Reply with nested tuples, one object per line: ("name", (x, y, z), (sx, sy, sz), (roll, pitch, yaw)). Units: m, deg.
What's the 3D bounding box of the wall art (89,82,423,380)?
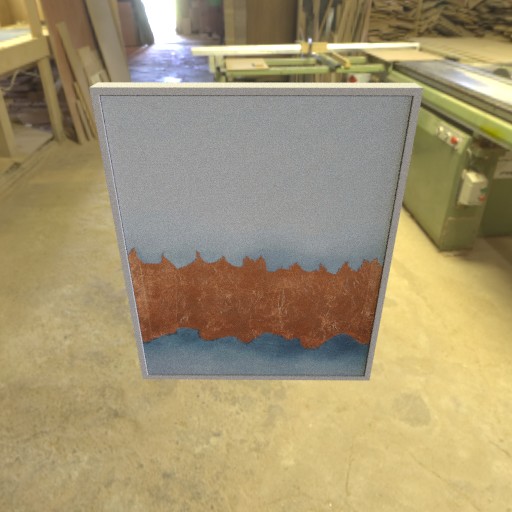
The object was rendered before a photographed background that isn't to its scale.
("wall art", (0.000, 0.000, 0.757), (0.451, 0.553, 0.039), (0, 31, 0))
